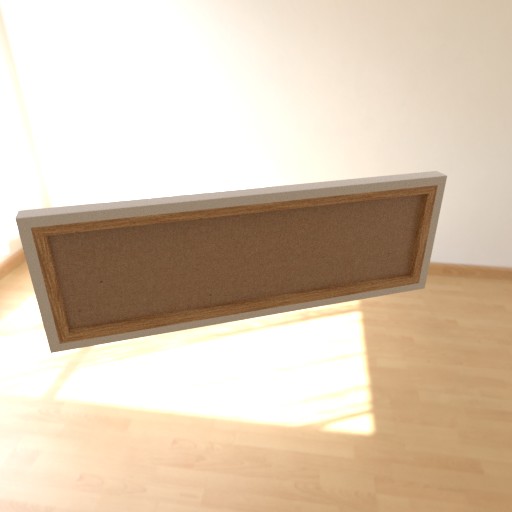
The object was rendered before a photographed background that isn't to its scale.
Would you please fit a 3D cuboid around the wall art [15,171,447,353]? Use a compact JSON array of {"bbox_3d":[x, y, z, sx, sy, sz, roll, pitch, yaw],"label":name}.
[{"bbox_3d":[0.000,0.000,0.833,0.763,0.255,0.038,-8,28,-15],"label":"wall art"}]
